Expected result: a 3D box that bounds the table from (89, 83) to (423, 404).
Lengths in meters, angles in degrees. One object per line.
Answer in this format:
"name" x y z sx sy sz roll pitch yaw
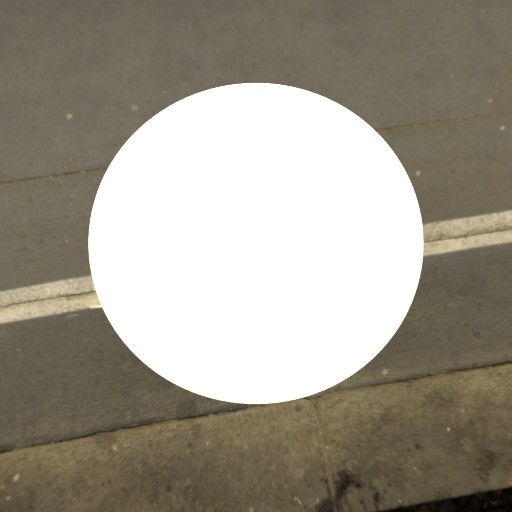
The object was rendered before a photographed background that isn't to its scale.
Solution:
"table" 0.000 0.000 0.990 0.600 0.400 0.600 0 76 0
